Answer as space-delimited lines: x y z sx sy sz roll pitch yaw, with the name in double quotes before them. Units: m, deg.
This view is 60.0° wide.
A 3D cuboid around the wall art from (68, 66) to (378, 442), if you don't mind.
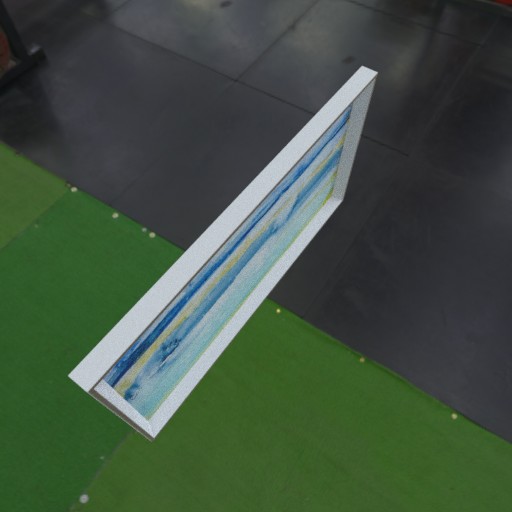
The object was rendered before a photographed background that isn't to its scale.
"wall art" 0.000 0.000 0.946 0.038 0.431 0.812 32 64 18
